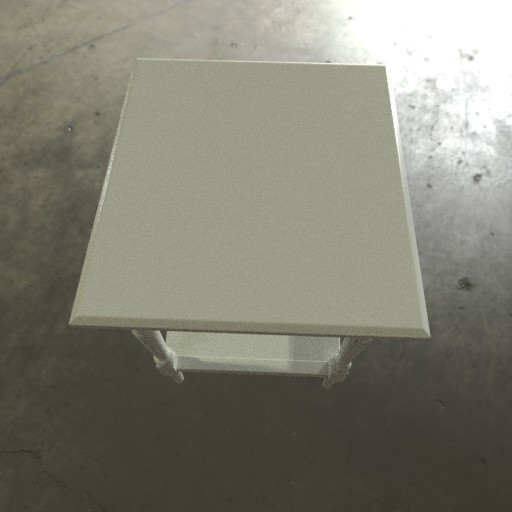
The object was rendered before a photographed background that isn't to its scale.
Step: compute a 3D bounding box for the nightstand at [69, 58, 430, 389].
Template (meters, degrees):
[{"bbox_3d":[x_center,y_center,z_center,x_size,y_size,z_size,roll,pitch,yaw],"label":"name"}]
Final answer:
[{"bbox_3d":[0.000,0.000,0.919,0.459,0.555,0.505,2,62,1],"label":"nightstand"}]
